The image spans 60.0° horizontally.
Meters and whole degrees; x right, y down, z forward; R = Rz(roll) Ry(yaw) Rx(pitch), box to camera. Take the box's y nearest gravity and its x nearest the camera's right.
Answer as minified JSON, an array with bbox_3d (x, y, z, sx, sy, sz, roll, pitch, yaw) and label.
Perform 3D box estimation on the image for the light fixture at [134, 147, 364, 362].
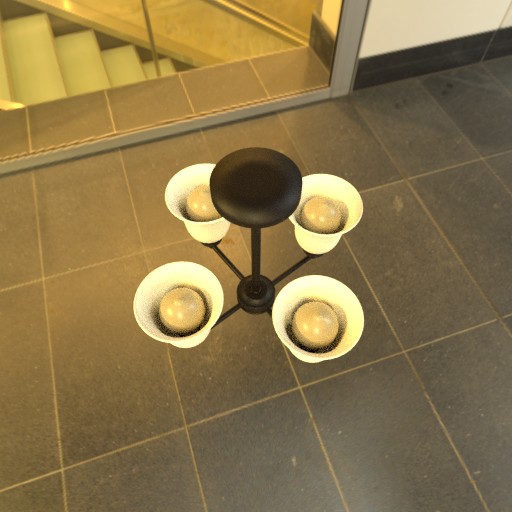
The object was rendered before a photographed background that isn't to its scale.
[{"bbox_3d":[0.000,0.000,1.821,1.069,0.925,1.069,-34,64,-19],"label":"light fixture"}]
